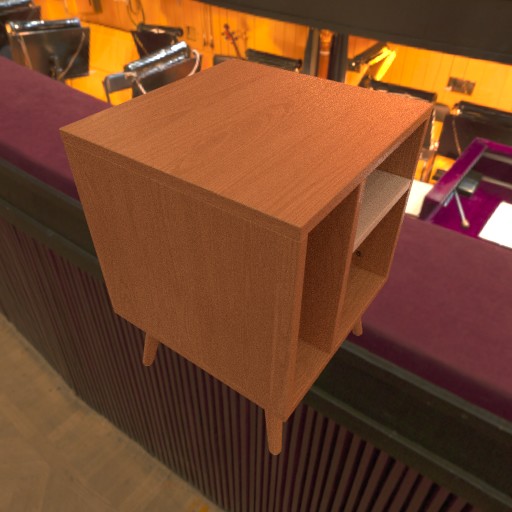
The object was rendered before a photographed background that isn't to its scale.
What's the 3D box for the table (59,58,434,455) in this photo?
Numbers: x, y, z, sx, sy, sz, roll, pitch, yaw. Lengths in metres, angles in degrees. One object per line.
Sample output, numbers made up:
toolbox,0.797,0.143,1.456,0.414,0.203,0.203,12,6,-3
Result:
table,0.000,0.000,0.838,0.400,0.550,0.400,25,46,26
